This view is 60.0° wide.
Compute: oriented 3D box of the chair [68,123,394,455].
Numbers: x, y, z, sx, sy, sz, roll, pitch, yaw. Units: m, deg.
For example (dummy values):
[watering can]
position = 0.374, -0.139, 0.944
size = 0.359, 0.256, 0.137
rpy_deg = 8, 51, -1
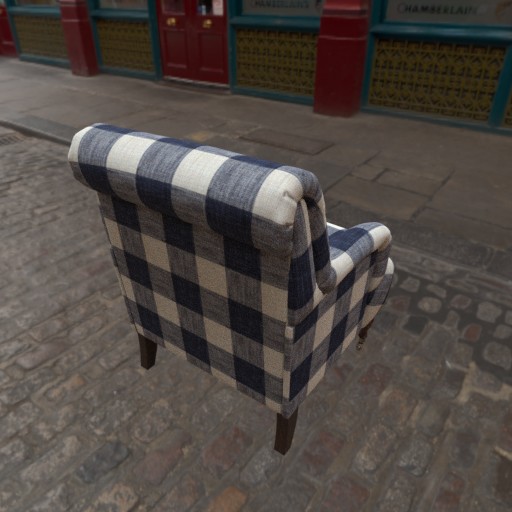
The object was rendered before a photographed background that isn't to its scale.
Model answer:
[chair]
position = 0.000, 0.000, 1.567
size = 0.781, 0.953, 0.848
rpy_deg = 20, 36, 31
